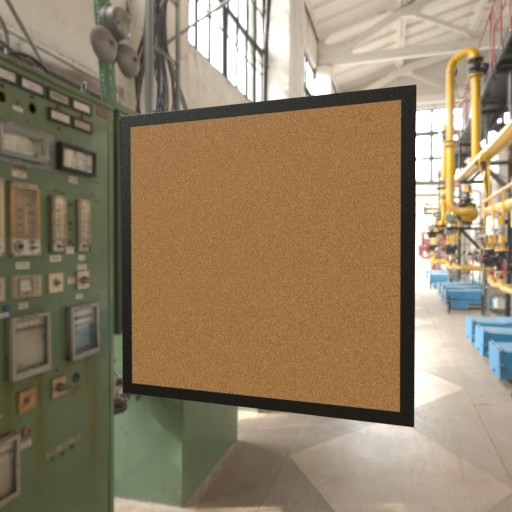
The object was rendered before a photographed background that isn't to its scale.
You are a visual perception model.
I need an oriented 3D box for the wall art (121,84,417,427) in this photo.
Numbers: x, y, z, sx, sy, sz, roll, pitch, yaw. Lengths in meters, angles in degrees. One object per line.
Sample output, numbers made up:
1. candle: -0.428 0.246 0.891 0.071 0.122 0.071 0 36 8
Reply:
1. wall art: 0.000 0.000 0.751 0.508 0.508 0.036 0 1 18
